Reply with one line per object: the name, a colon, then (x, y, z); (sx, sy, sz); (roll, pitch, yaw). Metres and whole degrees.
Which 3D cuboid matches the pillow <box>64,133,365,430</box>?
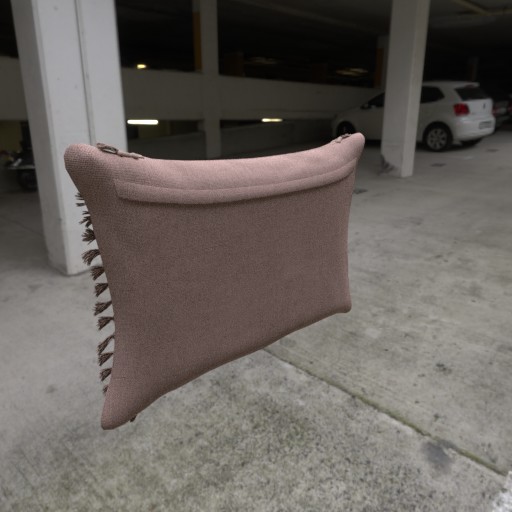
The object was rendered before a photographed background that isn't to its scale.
pillow: (0.000, 0.000, 0.581); (0.466, 0.305, 0.084); (-16, 24, -42)
